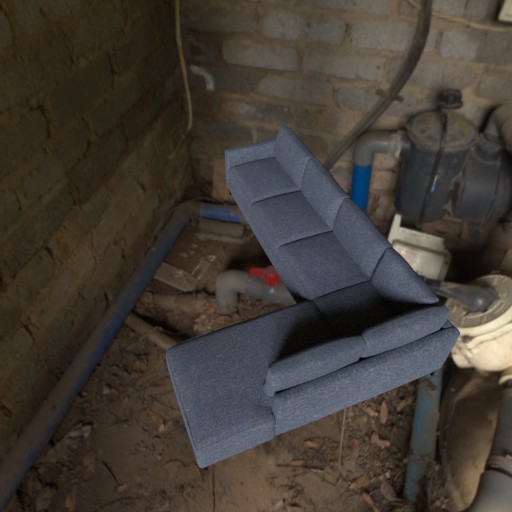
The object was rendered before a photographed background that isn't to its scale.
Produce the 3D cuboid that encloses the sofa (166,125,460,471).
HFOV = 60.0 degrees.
[{"bbox_3d":[0.000,0.000,3.969,2.007,0.815,2.949,-16,48,-15],"label":"sofa"}]
